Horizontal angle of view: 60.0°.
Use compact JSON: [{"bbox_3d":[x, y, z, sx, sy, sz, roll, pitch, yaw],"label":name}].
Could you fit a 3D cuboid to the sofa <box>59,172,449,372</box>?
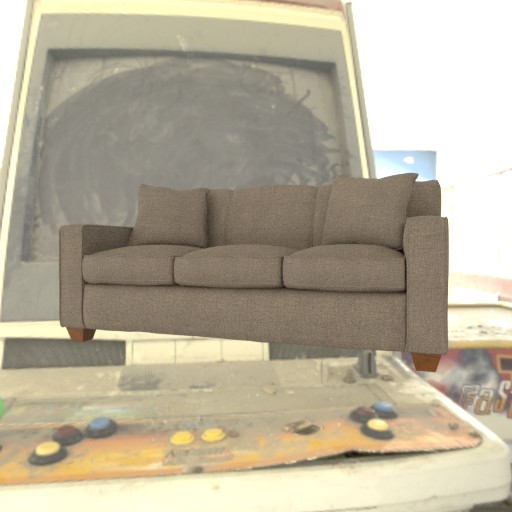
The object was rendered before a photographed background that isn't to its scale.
[{"bbox_3d":[0.000,0.000,2.563,2.024,0.958,0.997,0,1,19],"label":"sofa"}]
